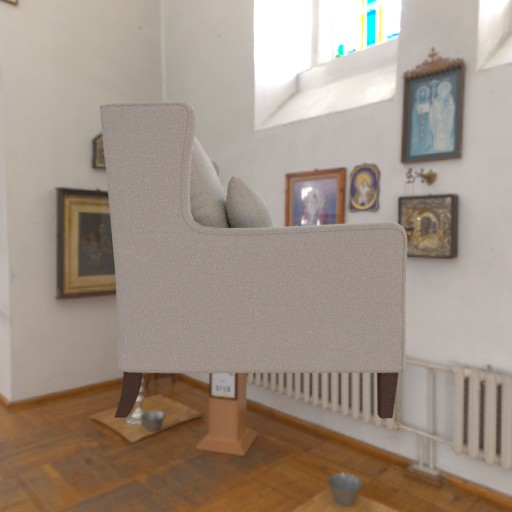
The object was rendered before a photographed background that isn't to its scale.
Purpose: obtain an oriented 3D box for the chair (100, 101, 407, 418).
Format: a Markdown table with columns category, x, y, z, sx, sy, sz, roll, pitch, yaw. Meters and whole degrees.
| category | x | y | z | sx | sy | sz | roll | pitch | yaw |
| --- | --- | --- | --- | --- | --- | --- | --- | --- | --- |
| chair | 0.000 | 0.000 | 1.886 | 1.040 | 1.056 | 0.982 | 0 | 0 | 0 |
